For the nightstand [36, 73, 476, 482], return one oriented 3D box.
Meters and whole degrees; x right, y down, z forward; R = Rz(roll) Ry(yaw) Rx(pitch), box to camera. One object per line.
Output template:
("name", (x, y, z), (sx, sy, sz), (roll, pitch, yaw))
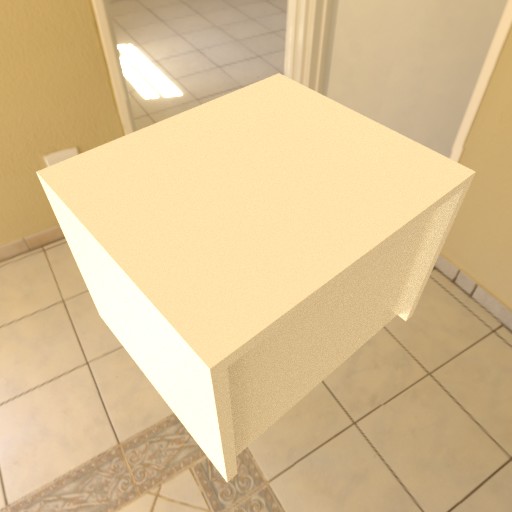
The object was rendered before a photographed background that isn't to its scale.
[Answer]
("nightstand", (0.000, 0.000, 0.756), (0.470, 0.351, 0.408), (-32, 55, -26))
